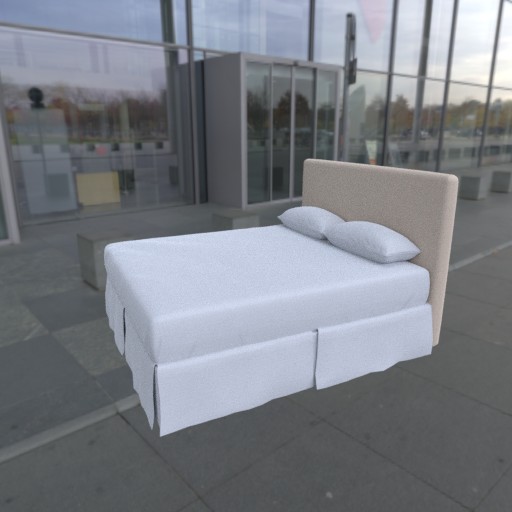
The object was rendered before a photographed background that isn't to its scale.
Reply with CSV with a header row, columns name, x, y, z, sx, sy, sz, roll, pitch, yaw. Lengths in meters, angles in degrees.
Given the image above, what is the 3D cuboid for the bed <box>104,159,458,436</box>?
name,x,y,z,sx,sy,sz,roll,pitch,yaw
bed,0.000,0.000,3.440,2.142,1.330,1.884,-8,18,-25
